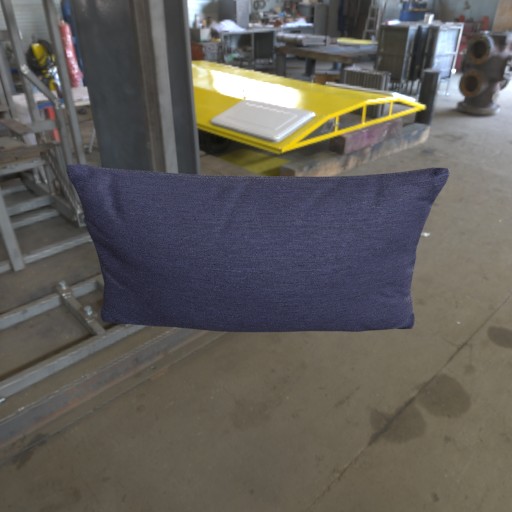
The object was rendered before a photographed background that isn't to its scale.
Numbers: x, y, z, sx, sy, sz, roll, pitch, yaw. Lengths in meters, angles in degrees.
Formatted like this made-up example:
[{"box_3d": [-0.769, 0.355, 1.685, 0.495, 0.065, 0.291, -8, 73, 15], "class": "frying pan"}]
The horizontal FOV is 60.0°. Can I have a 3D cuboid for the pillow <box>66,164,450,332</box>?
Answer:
[{"box_3d": [0.000, 0.000, 0.807, 0.633, 0.338, 0.210, 1, 32, 2], "class": "pillow"}]
